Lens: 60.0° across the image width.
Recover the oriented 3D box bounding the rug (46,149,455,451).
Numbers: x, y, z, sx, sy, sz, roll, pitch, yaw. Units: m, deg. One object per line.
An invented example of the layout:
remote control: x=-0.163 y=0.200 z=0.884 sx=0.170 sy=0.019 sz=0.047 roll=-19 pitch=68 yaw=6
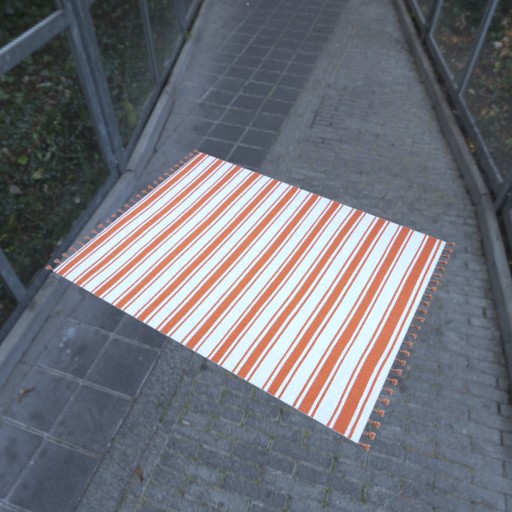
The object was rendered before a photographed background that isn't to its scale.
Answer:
rug: x=0.000 y=0.000 z=4.470 sx=3.369 sy=0.035 sz=2.451 roll=24 pitch=51 yaw=21
